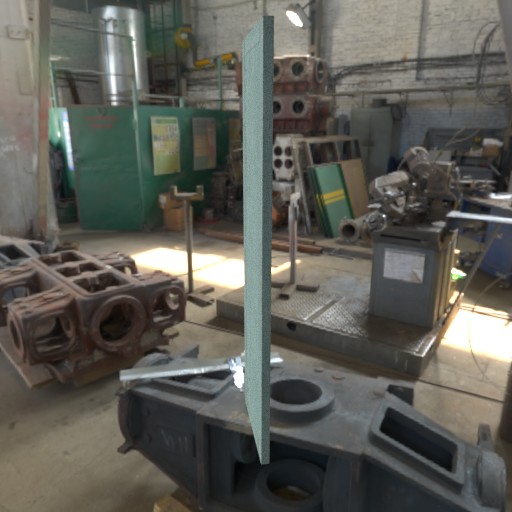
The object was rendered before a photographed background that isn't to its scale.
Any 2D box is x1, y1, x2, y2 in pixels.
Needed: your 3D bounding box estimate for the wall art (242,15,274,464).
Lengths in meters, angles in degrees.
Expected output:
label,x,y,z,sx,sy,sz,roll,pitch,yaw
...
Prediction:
label,x,y,z,sx,sy,sz,roll,pitch,yaw
wall art,0.000,0.000,1.320,0.025,1.219,0.329,-3,17,-10
